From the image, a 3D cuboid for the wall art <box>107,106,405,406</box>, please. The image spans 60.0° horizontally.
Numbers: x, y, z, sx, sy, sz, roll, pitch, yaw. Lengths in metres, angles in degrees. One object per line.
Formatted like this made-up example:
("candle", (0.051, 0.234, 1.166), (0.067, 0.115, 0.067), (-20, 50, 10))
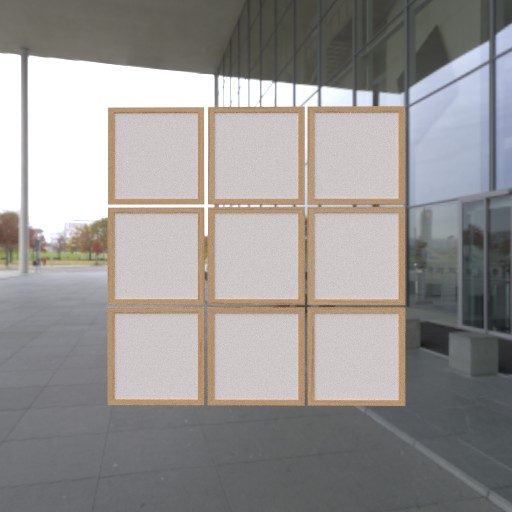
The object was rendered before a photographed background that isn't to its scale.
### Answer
("wall art", (0.000, 0.000, 2.264), (1.517, 1.523, 0.013), (0, 0, 0))
